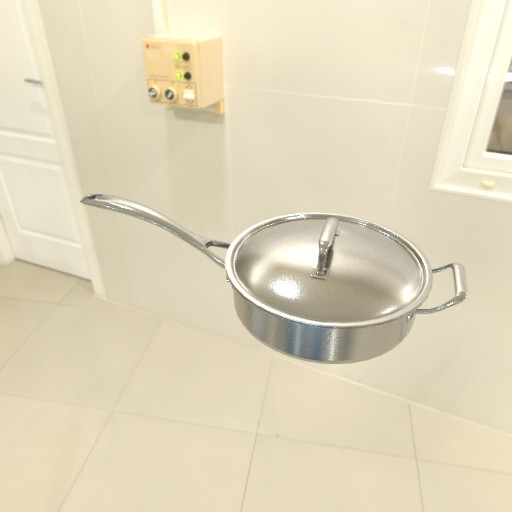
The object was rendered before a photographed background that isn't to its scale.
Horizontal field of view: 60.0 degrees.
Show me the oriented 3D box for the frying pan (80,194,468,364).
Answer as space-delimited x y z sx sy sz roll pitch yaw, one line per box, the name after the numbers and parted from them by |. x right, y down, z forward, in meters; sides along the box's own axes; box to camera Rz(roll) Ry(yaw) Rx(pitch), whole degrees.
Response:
0.000 0.000 0.565 0.492 0.111 0.245 9 34 14 | frying pan
